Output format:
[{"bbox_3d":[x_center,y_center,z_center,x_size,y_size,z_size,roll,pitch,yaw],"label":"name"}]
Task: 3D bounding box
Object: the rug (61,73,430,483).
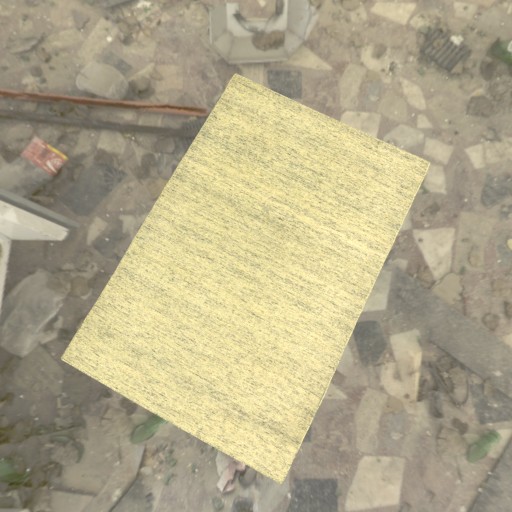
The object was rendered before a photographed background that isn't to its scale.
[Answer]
[{"bbox_3d":[0.000,0.000,2.862,1.523,0.017,2.263,27,78,6],"label":"rug"}]
